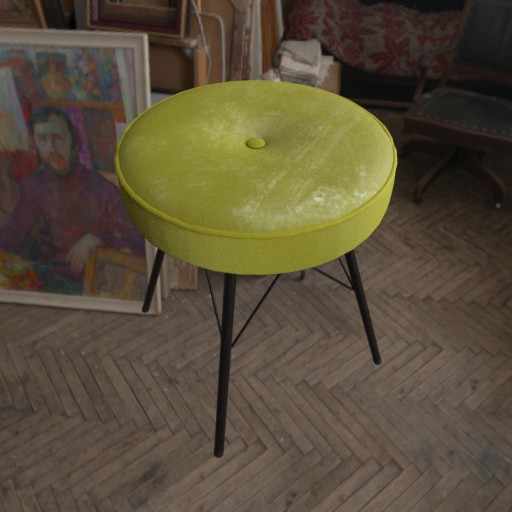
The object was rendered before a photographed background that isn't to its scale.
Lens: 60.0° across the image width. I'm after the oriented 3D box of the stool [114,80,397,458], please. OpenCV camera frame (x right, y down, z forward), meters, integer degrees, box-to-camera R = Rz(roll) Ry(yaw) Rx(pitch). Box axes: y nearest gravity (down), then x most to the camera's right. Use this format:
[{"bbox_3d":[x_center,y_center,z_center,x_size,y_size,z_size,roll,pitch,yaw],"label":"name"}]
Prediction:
[{"bbox_3d":[0.000,0.000,0.820,0.409,0.508,0.409,-23,50,-20],"label":"stool"}]
